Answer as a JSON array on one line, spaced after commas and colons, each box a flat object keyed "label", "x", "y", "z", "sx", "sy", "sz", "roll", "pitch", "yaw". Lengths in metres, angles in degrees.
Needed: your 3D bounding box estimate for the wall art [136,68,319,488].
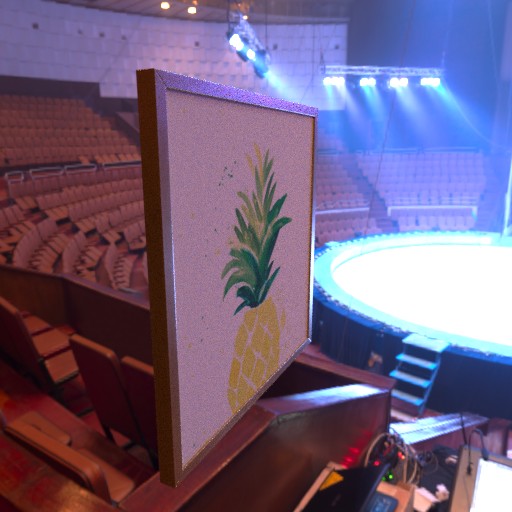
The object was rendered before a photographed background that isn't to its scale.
[{"label": "wall art", "x": 0.000, "y": 0.000, "z": 1.108, "sx": 0.037, "sy": 0.760, "sz": 0.762, "roll": 7, "pitch": 15, "yaw": 26}]
